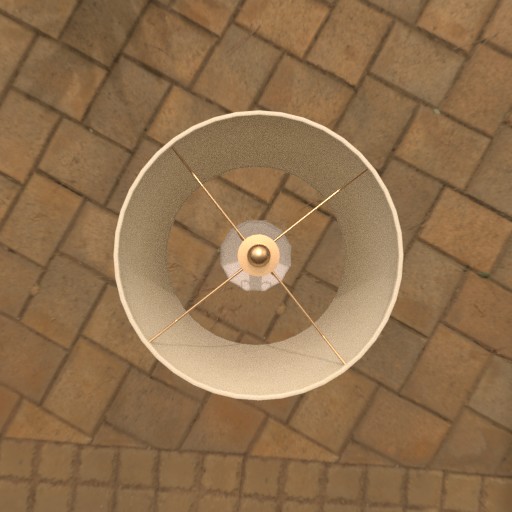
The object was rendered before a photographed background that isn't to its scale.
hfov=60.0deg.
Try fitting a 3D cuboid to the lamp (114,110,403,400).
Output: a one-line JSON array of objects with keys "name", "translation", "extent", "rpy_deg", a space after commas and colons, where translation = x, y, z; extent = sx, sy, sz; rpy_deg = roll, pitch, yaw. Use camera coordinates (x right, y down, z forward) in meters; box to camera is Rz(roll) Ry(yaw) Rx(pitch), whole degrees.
[{"name": "lamp", "translation": [0.000, 0.000, 0.690], "extent": [0.277, 0.537, 0.277], "rpy_deg": [0, 90, -1]}]
